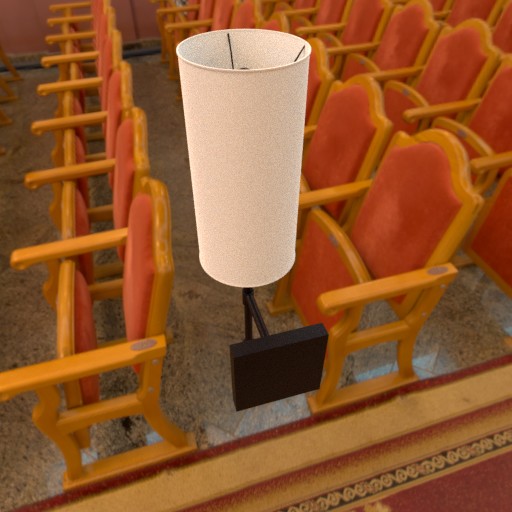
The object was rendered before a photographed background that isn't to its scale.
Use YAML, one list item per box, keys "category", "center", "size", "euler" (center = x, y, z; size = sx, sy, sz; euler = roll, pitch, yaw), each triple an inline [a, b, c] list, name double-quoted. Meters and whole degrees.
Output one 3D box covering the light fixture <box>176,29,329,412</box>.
- category: "light fixture"
  center: [0.000, 0.000, 0.546]
  size: [0.128, 0.462, 0.208]
  euler: [-11, 42, -13]
